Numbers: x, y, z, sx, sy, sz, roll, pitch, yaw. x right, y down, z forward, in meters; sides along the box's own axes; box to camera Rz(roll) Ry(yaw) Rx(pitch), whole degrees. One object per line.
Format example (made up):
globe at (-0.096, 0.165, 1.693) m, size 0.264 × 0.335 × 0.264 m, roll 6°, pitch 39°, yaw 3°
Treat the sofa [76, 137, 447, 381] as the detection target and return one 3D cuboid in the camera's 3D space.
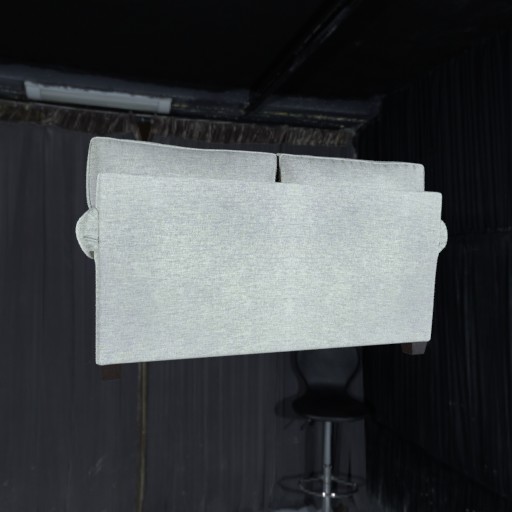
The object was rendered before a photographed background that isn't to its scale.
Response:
sofa at (0.000, 0.000, 2.283) m, size 1.701 × 0.966 × 0.966 m, roll 0°, pitch 0°, yaw -19°
